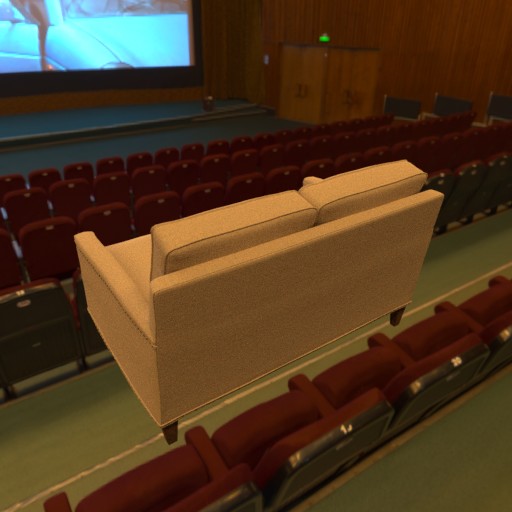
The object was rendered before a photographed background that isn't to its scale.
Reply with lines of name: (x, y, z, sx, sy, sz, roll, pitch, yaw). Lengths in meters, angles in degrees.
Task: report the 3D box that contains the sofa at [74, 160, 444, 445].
sofa: (0.000, 0.000, 2.332, 1.597, 1.003, 1.084, -19, 35, -29)
